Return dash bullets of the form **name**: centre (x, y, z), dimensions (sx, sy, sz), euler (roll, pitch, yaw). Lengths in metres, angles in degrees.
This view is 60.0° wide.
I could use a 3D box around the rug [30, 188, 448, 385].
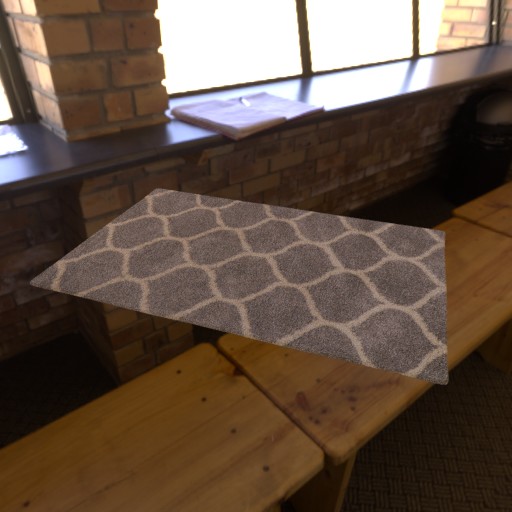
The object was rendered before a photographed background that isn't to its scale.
- **rug**: centre (0.000, 0.000, 2.908), dimensions (2.348, 0.025, 1.501), euler (11, 33, 16)
